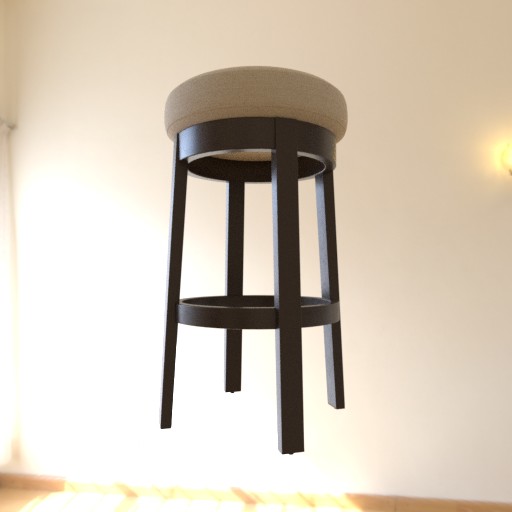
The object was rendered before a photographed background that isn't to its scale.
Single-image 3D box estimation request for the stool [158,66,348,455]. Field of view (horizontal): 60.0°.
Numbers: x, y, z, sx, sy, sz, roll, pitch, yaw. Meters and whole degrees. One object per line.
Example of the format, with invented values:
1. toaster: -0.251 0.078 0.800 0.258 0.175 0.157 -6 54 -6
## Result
1. stool: 0.000 0.000 1.048 0.446 0.758 0.446 0 -1 0
